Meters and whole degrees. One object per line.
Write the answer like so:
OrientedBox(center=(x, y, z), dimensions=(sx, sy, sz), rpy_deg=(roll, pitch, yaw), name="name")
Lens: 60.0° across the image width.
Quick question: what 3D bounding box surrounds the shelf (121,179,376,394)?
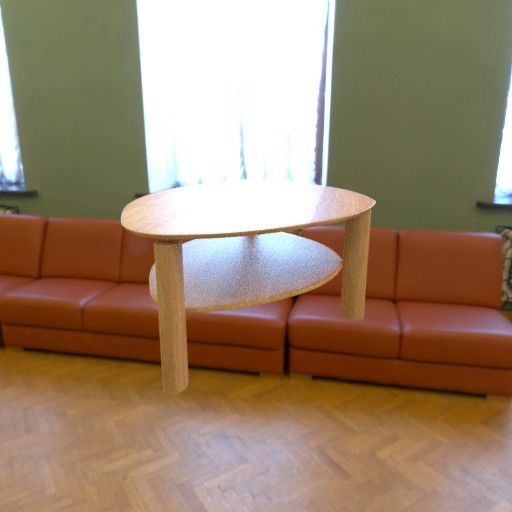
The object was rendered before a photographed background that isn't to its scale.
OrientedBox(center=(0.000, 0.000, 1.671), dimensions=(0.845, 0.440, 1.246), rpy_deg=(3, 16, 10), name="shelf")
